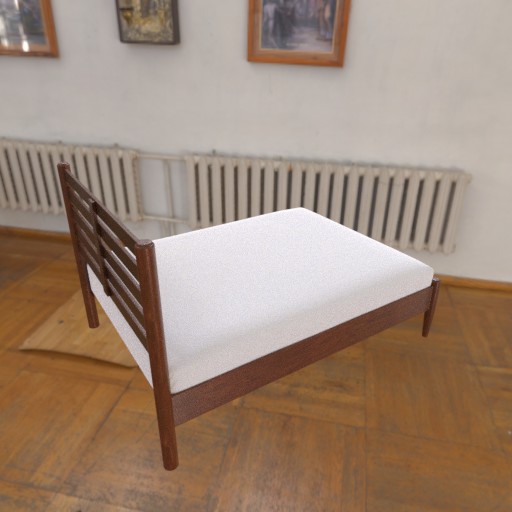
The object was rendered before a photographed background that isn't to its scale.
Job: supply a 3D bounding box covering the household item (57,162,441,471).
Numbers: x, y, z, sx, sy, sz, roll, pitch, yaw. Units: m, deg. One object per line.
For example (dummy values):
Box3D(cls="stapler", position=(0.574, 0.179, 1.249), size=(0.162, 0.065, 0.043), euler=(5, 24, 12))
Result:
Box3D(cls="household item", position=(0.000, 0.000, 3.282), size=(2.232, 1.356, 1.663), euler=(-16, 30, -29))
